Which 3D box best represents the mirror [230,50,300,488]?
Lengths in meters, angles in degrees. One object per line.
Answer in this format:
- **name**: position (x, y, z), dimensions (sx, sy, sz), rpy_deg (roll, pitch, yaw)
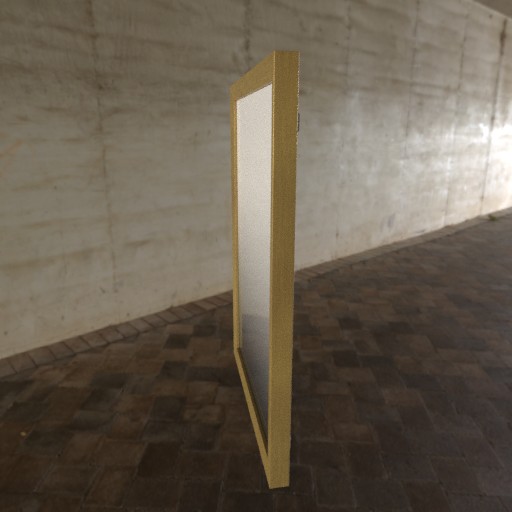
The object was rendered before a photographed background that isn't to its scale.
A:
- **mirror**: position (0.000, 0.000, 0.929), dimensions (0.040, 0.710, 0.507), rpy_deg (-3, 16, -10)
